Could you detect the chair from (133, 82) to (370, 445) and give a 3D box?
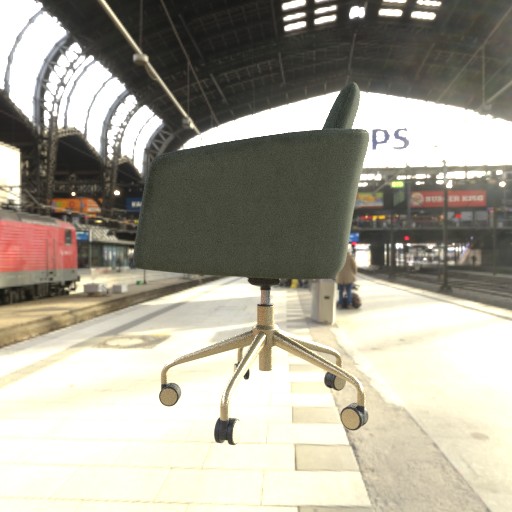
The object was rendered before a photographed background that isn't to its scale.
[{"bbox_3d":[0.000,0.000,1.350,0.635,0.908,0.641,0,0,2],"label":"chair"}]
